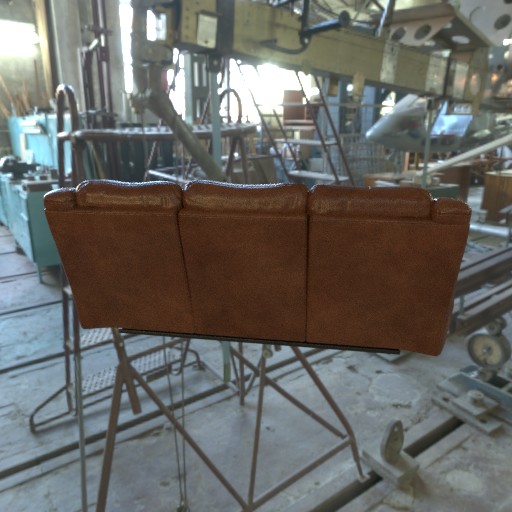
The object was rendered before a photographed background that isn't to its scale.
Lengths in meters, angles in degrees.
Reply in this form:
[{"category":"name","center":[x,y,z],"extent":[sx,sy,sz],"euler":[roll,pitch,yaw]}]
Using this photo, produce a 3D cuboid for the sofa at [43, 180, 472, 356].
[{"category":"sofa","center":[0.000,0.000,2.814],"extent":[2.337,1.043,0.991],"euler":[3,17,9]}]
